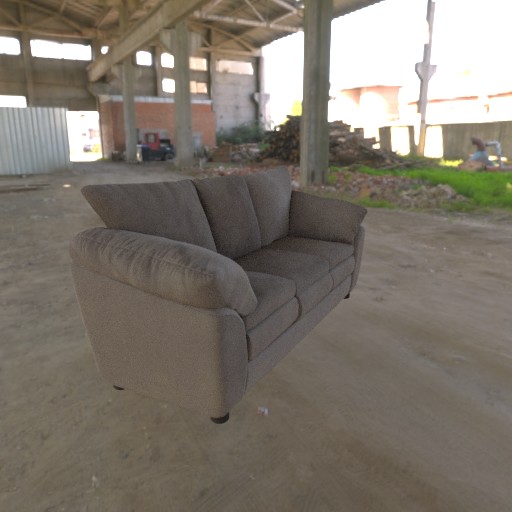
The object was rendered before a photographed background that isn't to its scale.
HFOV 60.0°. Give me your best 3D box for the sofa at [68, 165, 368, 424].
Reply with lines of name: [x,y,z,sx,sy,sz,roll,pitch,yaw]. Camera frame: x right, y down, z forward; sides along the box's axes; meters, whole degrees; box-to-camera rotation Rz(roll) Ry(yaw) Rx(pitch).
sofa: [0.000,0.000,2.902,0.878,1.073,2.336,7,16,27]
